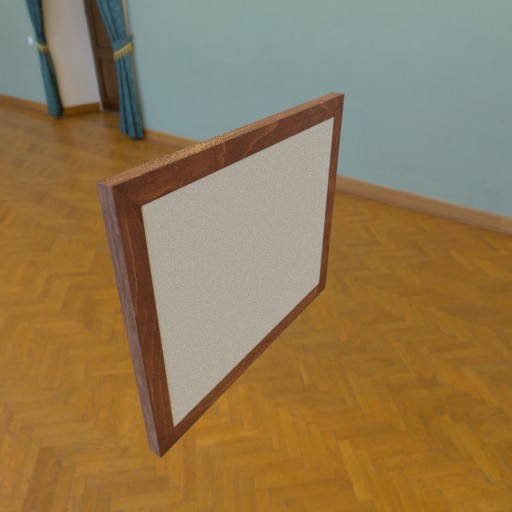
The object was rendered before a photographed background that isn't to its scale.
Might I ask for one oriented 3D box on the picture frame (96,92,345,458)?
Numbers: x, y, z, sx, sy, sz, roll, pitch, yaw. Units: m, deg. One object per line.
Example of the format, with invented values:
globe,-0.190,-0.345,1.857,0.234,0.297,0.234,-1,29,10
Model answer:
picture frame,0.000,0.000,0.780,0.025,0.457,0.559,20,37,29
